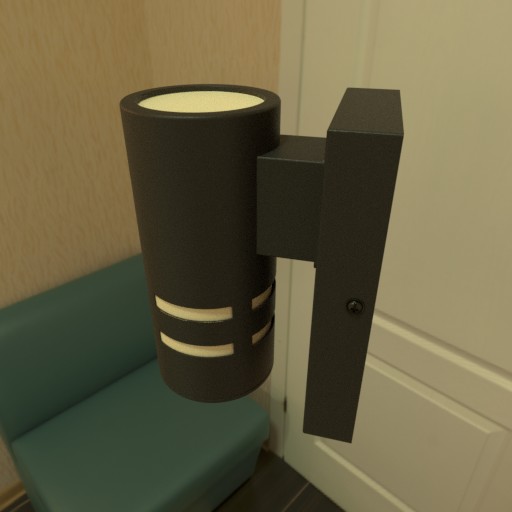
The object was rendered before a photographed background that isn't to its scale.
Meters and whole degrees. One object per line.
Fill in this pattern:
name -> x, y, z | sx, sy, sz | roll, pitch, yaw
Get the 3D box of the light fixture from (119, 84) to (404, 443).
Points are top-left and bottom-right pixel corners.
light fixture -> 0.000, 0.000, 0.263 | 0.138, 0.179, 0.098 | 8, 31, 13
